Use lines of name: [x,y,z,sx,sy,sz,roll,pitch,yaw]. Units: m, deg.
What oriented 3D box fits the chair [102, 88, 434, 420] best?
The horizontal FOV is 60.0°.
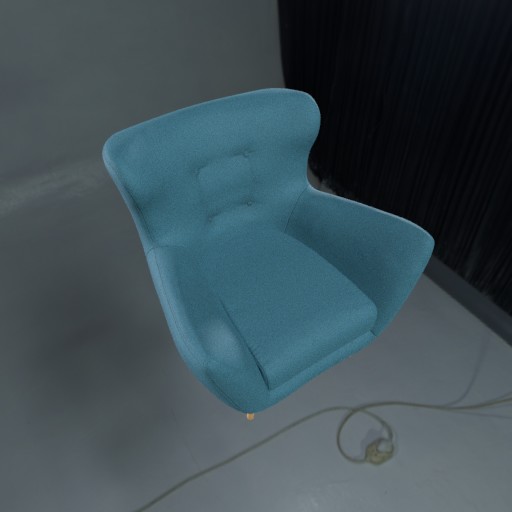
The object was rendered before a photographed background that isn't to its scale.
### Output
chair: [0.000,0.000,1.647,0.890,0.889,0.889,-25,50,-23]
